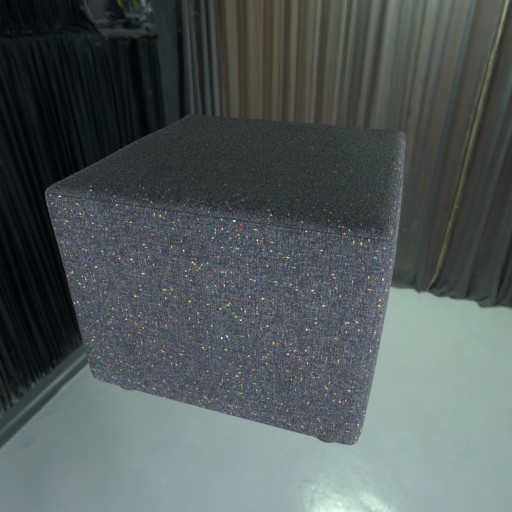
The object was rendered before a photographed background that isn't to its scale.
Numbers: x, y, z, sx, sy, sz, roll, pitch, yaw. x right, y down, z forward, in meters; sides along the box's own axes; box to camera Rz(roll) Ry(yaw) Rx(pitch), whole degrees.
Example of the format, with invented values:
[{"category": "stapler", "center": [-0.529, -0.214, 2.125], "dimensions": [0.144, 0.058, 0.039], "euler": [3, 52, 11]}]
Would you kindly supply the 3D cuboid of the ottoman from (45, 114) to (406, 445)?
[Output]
[{"category": "ottoman", "center": [0.000, 0.000, 0.872], "dimensions": [0.508, 0.432, 0.508], "euler": [9, 31, 15]}]
